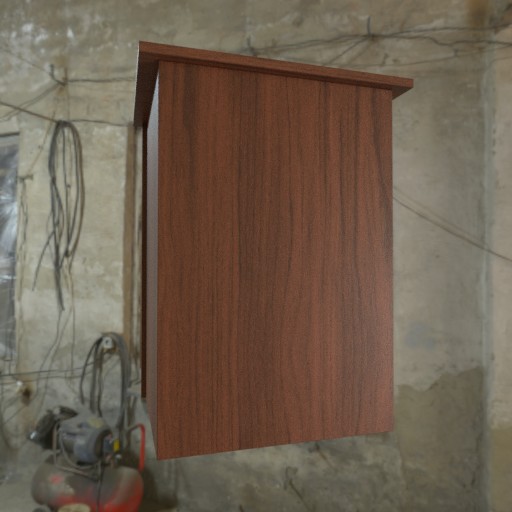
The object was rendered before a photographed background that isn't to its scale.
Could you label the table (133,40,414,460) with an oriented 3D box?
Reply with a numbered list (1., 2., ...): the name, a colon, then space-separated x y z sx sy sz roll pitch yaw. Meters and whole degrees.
1. table: 0.000 0.000 0.908 0.480 0.636 0.381 0 -1 -17
